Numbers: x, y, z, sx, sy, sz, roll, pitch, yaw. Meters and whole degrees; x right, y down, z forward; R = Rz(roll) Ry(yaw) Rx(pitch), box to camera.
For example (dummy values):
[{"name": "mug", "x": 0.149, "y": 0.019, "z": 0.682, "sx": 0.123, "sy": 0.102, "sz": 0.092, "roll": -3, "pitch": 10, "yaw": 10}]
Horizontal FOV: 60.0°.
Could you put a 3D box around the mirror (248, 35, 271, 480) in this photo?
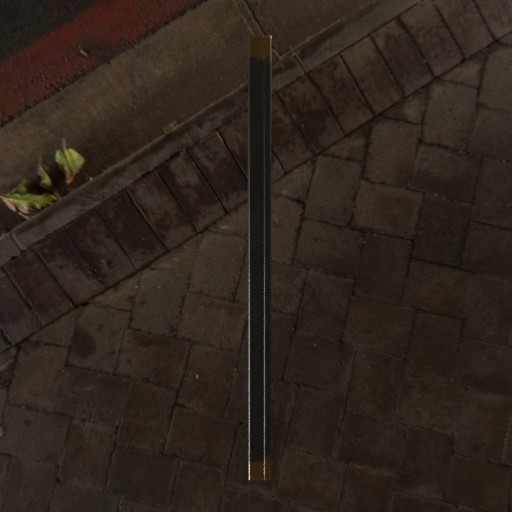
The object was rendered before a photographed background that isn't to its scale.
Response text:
[{"name": "mirror", "x": 0.000, "y": 0.000, "z": 0.569, "sx": 0.020, "sy": 0.381, "sz": 0.382, "roll": 0, "pitch": 91, "yaw": -1}]
